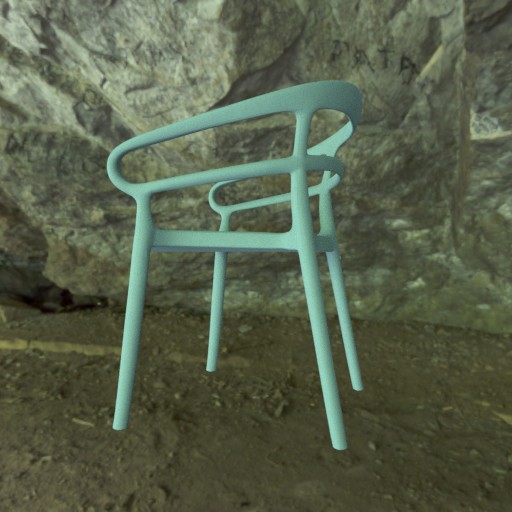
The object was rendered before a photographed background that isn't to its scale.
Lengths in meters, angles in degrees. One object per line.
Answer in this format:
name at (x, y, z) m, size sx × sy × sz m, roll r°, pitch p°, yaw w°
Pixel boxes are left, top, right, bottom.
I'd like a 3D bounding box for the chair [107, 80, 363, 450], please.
chair at (0.000, 0.000, 1.135) m, size 0.527 × 0.761 × 0.559 m, roll 0°, pitch 1°, yaw 18°
